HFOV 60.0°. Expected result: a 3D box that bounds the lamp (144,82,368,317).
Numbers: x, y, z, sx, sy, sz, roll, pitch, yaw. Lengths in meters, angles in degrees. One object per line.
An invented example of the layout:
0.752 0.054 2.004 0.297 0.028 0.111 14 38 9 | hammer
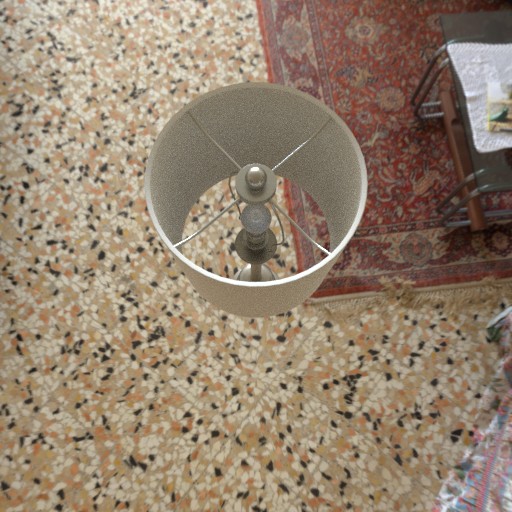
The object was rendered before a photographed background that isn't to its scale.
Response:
0.000 0.000 0.823 0.254 0.690 0.254 -41 78 -10 | lamp
